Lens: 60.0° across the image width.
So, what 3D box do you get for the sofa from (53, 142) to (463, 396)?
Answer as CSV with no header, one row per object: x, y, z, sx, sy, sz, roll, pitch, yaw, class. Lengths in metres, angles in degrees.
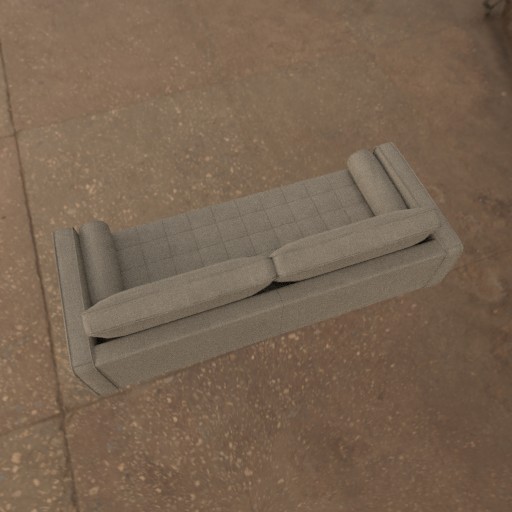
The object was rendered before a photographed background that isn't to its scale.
0.000,0.000,2.682,2.211,0.762,0.914,-17,61,-10,sofa
